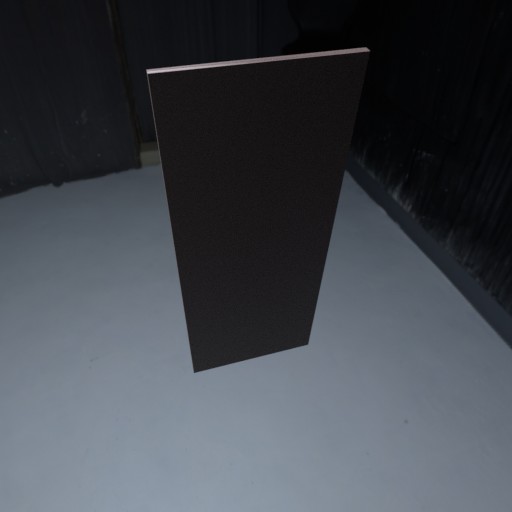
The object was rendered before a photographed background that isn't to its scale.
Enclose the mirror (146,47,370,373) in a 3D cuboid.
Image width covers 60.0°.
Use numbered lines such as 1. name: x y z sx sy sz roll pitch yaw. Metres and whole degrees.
1. mirror: 0.000 0.000 2.300 0.812 2.020 0.221 -11 43 -12
